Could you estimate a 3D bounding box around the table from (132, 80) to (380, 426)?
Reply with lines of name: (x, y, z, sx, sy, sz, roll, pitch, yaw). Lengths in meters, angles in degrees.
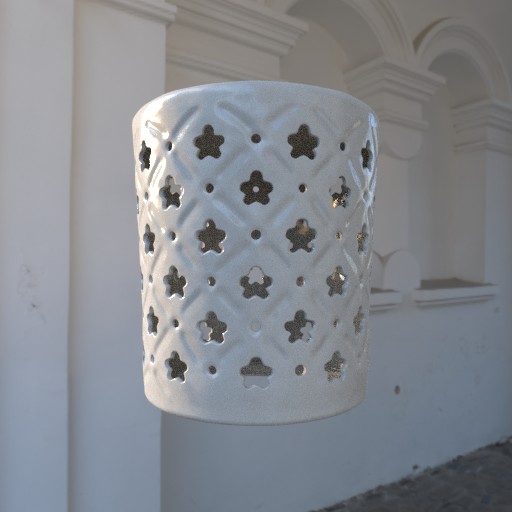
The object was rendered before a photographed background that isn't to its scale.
table: (0.000, 0.000, 0.651, 0.352, 0.387, 0.352, 0, -1, 0)
